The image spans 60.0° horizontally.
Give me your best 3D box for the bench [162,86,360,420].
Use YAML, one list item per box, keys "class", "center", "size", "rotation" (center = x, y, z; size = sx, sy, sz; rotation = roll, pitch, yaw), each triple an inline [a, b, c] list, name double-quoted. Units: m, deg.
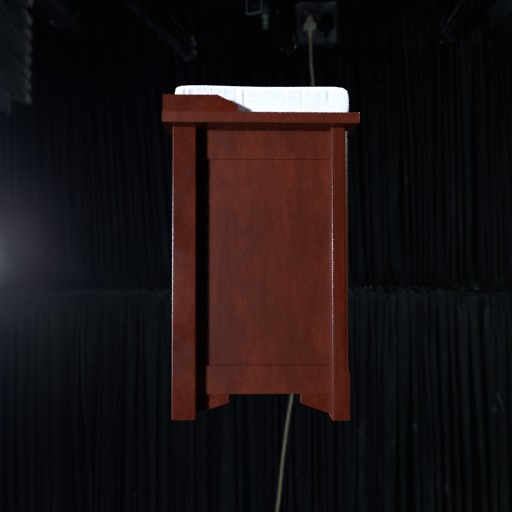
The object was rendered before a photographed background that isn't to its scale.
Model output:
- class: "bench"
  center: [0.000, 0.000, 1.316]
  size: [0.369, 0.646, 0.987]
  rotation: [0, -1, -1]
